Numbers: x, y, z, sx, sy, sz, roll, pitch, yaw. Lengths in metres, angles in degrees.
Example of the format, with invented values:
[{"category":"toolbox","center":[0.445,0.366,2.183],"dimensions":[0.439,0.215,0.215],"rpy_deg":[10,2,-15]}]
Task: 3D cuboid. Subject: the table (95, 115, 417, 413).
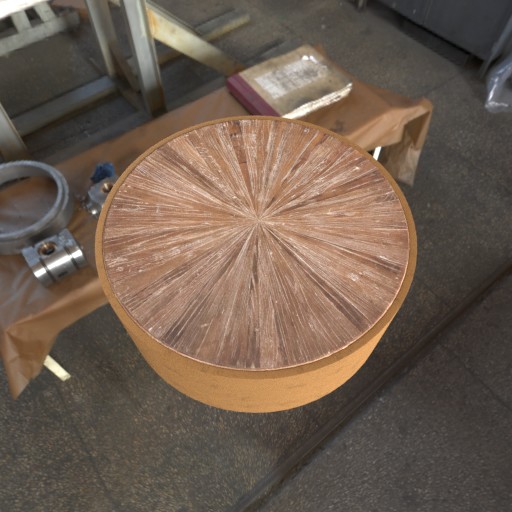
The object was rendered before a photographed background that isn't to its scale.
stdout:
[{"category":"table","center":[0.000,0.000,1.569],"dimensions":[1.001,0.409,1.001],"rpy_deg":[0,58,0]}]
